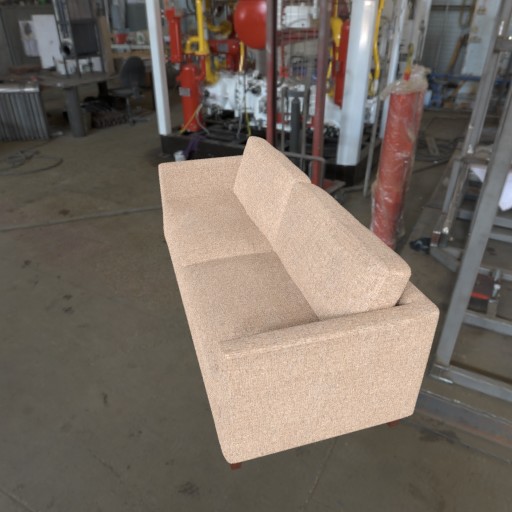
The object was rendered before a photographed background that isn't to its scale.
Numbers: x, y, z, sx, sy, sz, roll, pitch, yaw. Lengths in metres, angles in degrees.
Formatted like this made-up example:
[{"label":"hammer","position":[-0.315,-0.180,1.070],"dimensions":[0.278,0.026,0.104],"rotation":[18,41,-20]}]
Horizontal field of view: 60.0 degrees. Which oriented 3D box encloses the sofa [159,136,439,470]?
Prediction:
[{"label":"sofa","position":[0.000,0.000,2.724],"dimensions":[0.951,0.965,2.208],"rotation":[-9,32,-14]}]
